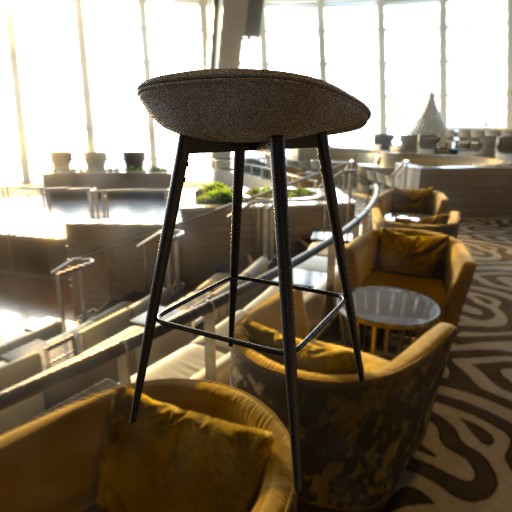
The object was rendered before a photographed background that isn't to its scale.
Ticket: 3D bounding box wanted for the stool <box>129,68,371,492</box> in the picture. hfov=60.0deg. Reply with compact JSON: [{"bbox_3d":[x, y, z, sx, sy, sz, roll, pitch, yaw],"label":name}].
[{"bbox_3d":[0.000,0.000,1.095,0.469,0.814,0.480,9,18,28],"label":"stool"}]
